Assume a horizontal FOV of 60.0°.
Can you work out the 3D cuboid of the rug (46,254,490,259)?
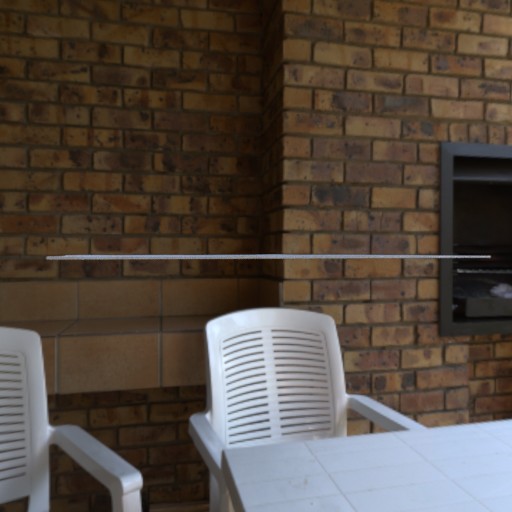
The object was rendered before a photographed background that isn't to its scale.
[{"bbox_3d":[0.000,0.000,2.296,1.835,0.012,1.231,0,0,-18],"label":"rug"}]
